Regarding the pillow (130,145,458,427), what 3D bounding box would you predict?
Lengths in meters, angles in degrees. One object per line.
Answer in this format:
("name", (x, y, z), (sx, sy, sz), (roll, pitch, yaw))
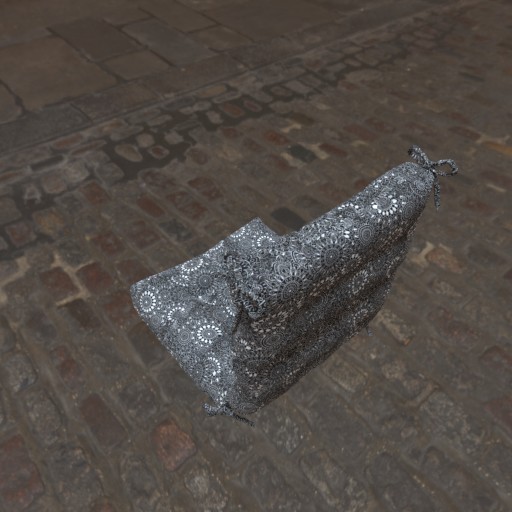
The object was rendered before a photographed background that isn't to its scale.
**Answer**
("pillow", (0.000, 0.000, 1.038), (0.519, 0.605, 0.571), (-31, 54, -26))
